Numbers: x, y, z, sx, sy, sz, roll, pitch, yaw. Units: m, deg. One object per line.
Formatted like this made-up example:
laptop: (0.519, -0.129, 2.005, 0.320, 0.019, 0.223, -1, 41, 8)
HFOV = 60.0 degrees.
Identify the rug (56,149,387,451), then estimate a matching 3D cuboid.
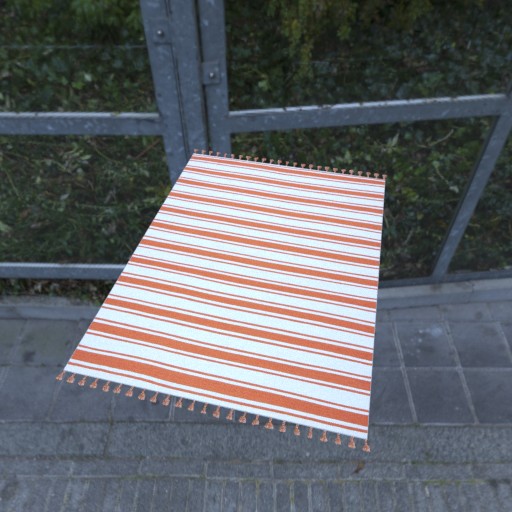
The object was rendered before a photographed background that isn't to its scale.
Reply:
rug: (0.000, 0.000, 4.436, 2.451, 0.035, 3.369, 10, 47, 9)
